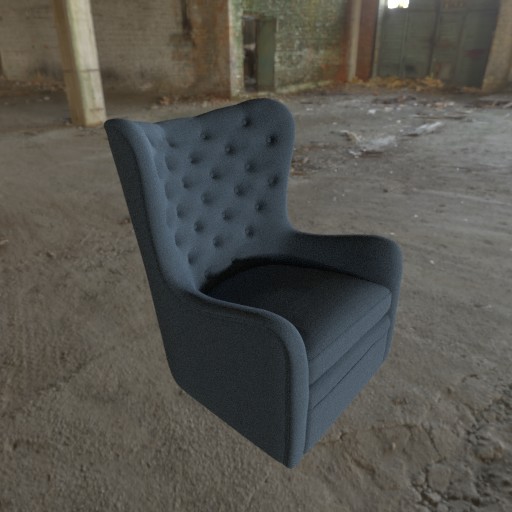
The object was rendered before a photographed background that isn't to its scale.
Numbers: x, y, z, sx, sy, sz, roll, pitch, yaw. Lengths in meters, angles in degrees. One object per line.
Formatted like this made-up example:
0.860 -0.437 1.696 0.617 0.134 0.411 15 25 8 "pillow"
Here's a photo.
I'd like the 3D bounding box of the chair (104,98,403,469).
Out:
0.000 0.000 1.739 0.930 1.079 0.831 19 32 34 "chair"
